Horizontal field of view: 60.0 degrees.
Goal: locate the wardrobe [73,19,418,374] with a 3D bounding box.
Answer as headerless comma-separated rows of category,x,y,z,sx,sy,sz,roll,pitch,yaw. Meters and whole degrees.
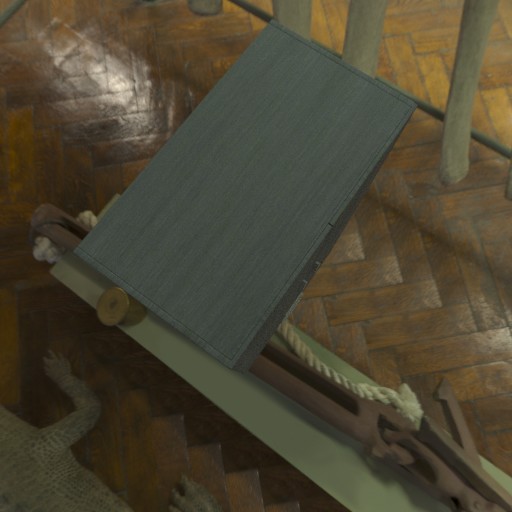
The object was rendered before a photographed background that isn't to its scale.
wardrobe,0.000,0.000,2.194,0.577,1.808,0.991,35,78,9
